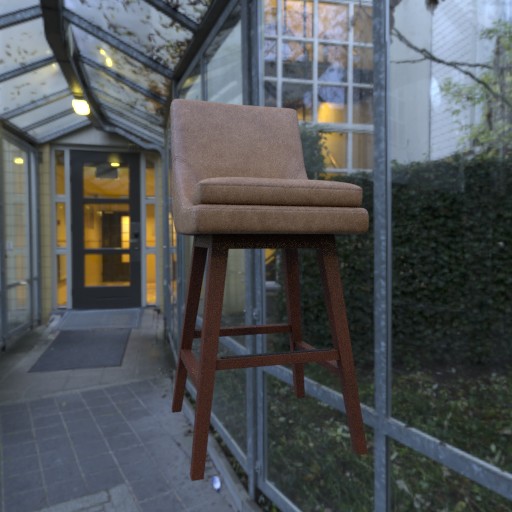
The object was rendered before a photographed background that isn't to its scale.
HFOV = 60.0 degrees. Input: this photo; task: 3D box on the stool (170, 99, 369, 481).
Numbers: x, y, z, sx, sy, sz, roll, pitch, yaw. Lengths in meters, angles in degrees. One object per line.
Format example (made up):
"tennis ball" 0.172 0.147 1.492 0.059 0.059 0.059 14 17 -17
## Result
"stool" 0.000 0.000 1.386 0.487 1.079 0.572 -1 2 -17
